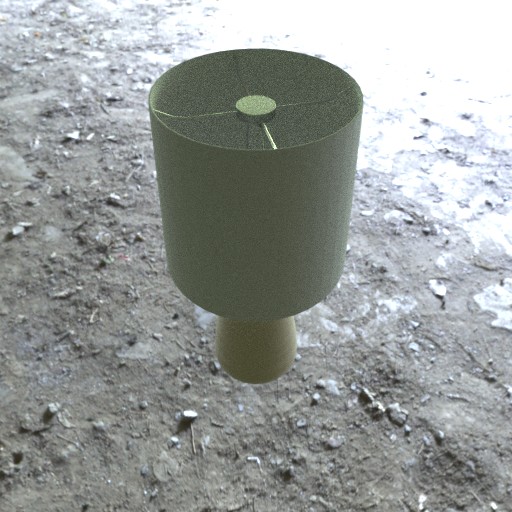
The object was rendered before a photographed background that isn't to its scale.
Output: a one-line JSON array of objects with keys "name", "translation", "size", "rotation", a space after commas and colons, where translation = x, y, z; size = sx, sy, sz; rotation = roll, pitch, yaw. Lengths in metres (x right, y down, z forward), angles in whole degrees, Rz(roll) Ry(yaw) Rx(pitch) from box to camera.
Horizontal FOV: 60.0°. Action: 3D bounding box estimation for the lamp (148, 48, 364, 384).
[{"name": "lamp", "translation": [0.000, 0.000, 0.475], "size": [0.186, 0.369, 0.186], "rotation": [0, 47, 0]}]
